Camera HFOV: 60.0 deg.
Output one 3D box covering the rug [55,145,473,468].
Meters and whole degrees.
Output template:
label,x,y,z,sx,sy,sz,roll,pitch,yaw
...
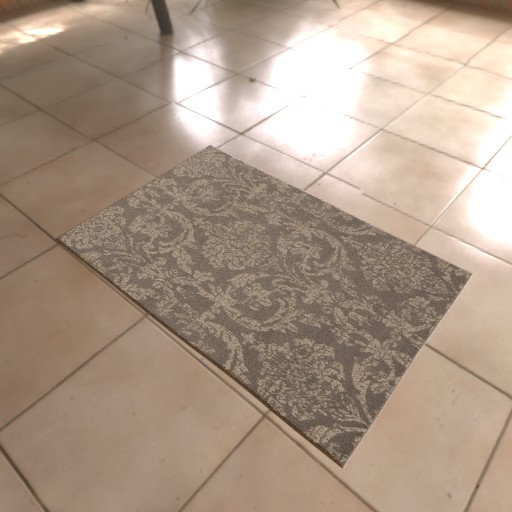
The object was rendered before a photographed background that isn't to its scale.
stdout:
label,x,y,z,sx,sy,sz,roll,pitch,yaw
rug,0.000,0.000,2.304,1.824,0.012,1.206,31,54,26
